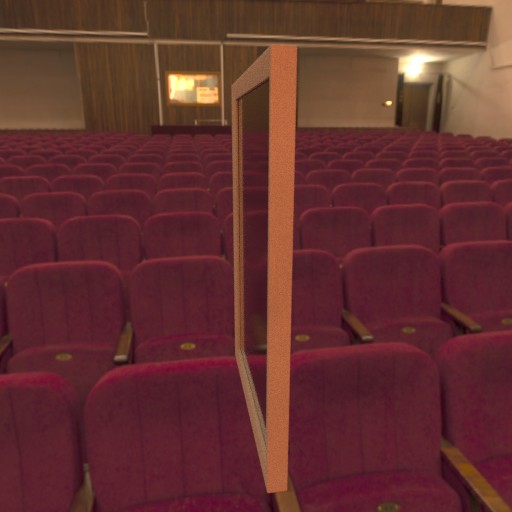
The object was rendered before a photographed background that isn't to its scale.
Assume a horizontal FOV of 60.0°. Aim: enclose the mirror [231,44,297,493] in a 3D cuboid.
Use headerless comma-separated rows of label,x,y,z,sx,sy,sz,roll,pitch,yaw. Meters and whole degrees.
mirror,0.000,0.000,0.916,0.040,0.710,0.507,-2,16,-9
